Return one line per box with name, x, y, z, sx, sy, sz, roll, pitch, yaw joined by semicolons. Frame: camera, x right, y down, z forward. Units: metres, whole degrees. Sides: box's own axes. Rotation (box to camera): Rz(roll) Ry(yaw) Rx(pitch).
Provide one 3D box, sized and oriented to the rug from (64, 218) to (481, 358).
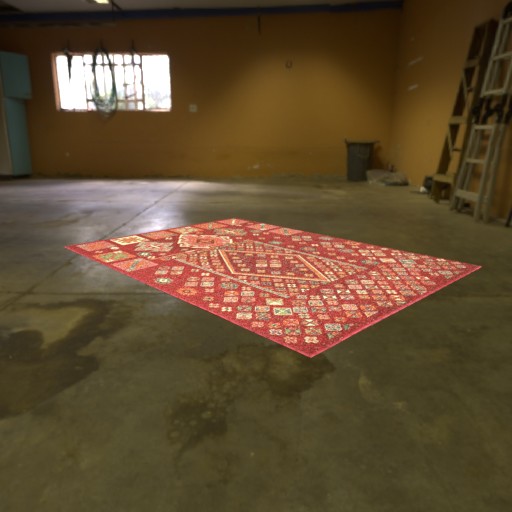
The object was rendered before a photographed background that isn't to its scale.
rug;0.000;0.000;2.834;1.579;0.007;2.184;-14;21;-42
